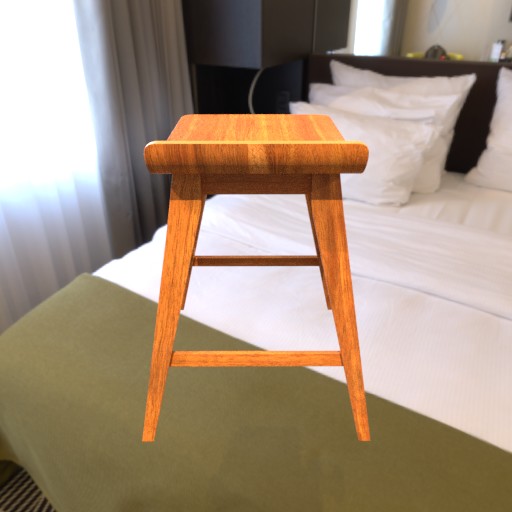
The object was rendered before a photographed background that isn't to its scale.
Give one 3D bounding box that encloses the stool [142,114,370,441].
[{"bbox_3d":[0.000,0.000,1.027,0.500,0.650,0.500,0,30,0],"label":"stool"}]
